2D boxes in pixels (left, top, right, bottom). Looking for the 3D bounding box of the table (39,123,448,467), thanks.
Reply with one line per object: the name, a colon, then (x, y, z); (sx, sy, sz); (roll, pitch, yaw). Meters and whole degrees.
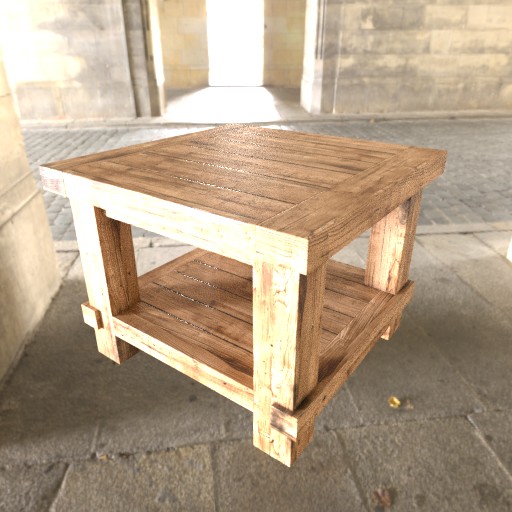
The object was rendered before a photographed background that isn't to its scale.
table: (0.000, 0.000, 1.025); (0.610, 0.457, 0.610); (18, 31, 32)
